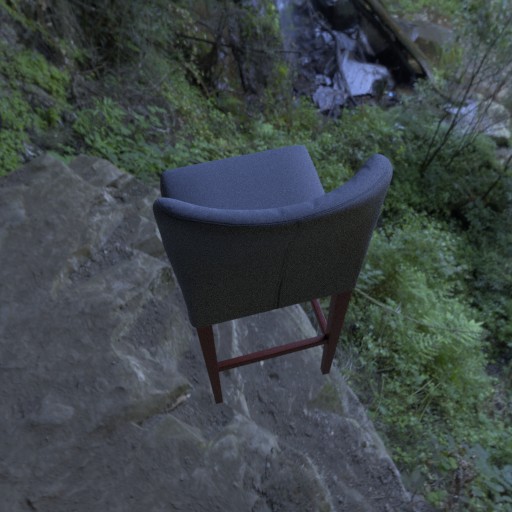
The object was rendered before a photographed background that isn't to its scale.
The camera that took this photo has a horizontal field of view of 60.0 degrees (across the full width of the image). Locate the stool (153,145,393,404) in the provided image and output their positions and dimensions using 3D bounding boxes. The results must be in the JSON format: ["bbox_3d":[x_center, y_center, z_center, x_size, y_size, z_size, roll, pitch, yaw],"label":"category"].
[{"bbox_3d":[0.000,0.000,1.342,0.481,1.069,0.568,-13,58,-8],"label":"stool"}]
